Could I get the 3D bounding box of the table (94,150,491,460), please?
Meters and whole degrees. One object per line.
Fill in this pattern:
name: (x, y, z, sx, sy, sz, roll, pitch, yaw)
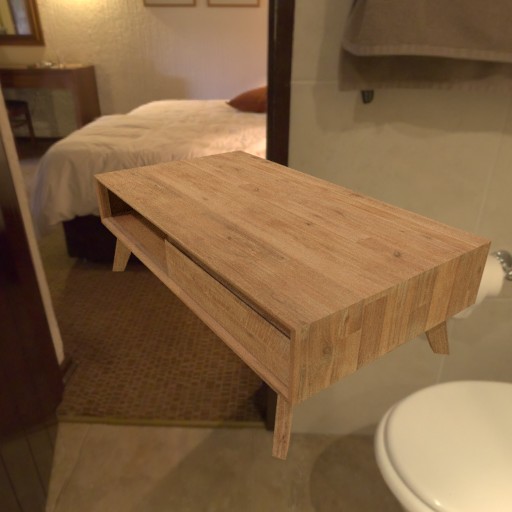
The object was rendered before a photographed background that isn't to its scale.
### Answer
table: (0.000, 0.000, 2.051, 0.918, 0.531, 1.619, -18, 32, -31)
